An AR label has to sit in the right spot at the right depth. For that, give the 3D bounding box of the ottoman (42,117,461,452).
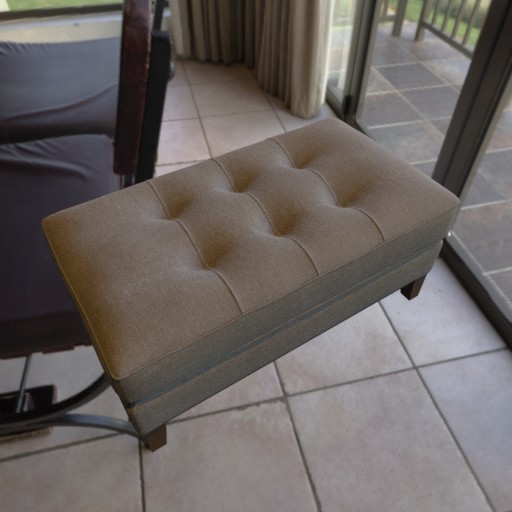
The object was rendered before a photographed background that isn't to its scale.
[{"bbox_3d":[0.000,0.000,1.479,1.143,0.514,0.648,-25,51,-22],"label":"ottoman"}]
